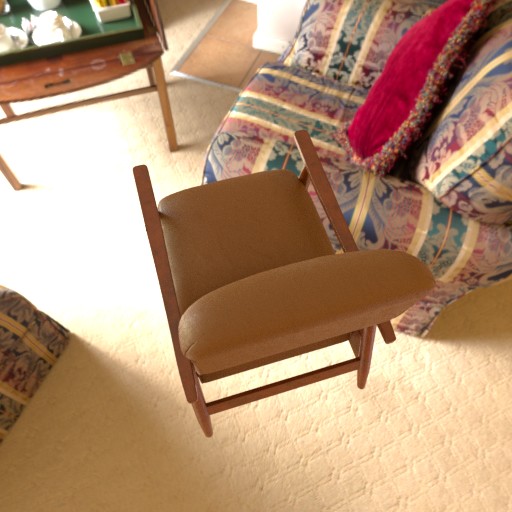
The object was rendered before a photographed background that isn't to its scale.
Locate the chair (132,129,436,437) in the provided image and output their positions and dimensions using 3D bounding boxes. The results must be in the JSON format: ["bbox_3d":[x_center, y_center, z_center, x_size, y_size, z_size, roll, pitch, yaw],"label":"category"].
[{"bbox_3d":[0.000,0.000,1.701,0.762,1.082,1.014,-14,60,-8],"label":"chair"}]
